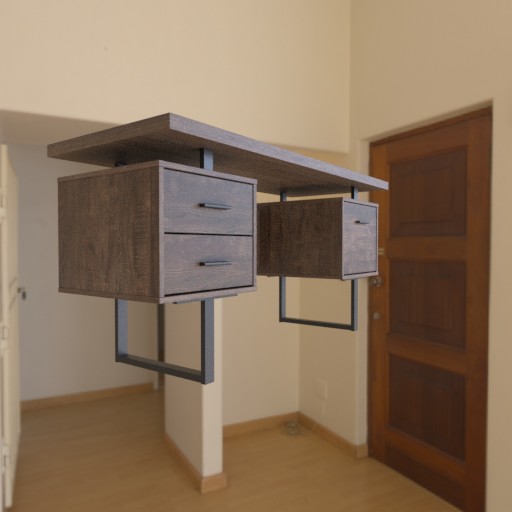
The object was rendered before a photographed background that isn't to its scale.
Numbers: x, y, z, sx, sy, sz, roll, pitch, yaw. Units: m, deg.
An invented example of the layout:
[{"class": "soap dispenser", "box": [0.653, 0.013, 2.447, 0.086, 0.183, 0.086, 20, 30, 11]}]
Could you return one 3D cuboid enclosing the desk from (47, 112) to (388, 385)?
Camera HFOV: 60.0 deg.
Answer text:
[{"class": "desk", "box": [0.000, 0.000, 1.917, 0.600, 0.760, 1.524, 1, 2, 37]}]
